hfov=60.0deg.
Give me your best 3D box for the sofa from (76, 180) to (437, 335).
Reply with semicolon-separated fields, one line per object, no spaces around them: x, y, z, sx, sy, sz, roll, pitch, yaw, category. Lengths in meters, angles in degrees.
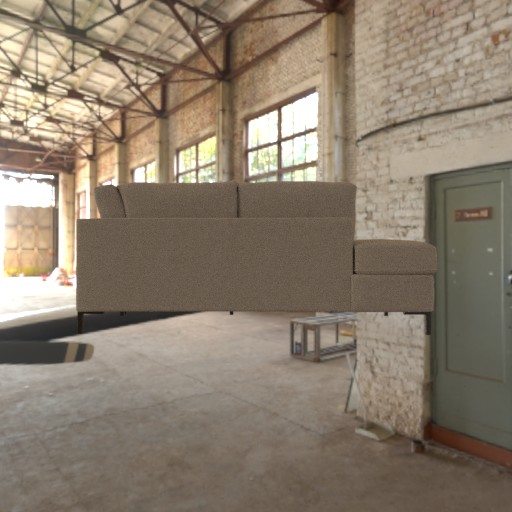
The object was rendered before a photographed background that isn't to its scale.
0.000;0.000;3.851;1.989;0.862;2.984;0;0;0;sofa
